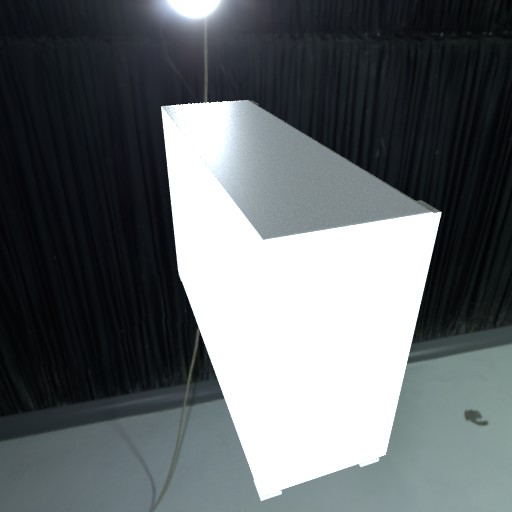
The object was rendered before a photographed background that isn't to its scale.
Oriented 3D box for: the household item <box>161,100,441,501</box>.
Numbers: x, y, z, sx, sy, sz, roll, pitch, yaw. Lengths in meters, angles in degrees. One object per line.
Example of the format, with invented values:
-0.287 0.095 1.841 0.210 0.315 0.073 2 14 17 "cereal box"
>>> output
0.000 0.000 1.670 0.420 0.867 1.300 -10 32 -16 "household item"
